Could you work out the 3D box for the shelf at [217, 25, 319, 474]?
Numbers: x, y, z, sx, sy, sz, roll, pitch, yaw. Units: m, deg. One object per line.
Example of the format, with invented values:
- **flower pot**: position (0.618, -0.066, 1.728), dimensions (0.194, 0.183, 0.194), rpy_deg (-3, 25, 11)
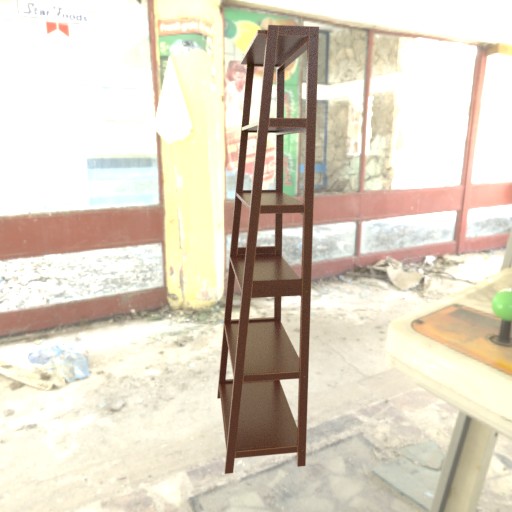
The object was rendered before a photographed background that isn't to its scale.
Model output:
- **shelf**: position (0.000, 0.000, 2.154), dimensions (0.381, 1.892, 0.660), rpy_deg (-2, 14, -8)
